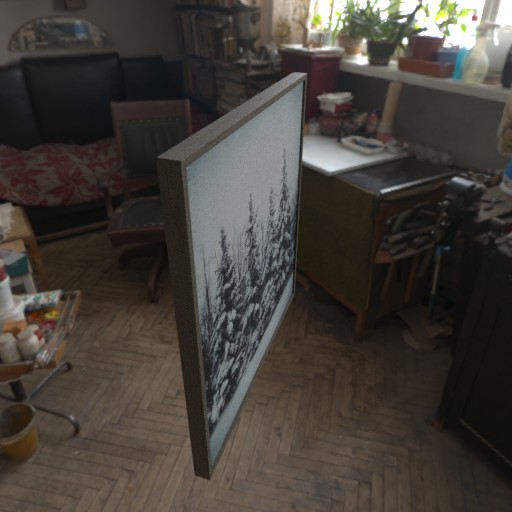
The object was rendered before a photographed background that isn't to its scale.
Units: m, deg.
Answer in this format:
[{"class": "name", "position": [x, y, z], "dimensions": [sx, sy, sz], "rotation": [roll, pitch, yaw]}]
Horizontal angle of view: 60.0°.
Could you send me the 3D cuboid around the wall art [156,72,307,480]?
[{"class": "wall art", "position": [0.000, 0.000, 1.127], "dimensions": [0.039, 0.758, 0.758], "rotation": [10, 33, 16]}]
